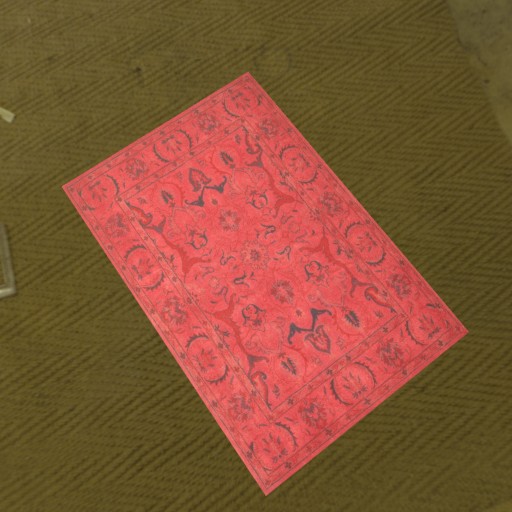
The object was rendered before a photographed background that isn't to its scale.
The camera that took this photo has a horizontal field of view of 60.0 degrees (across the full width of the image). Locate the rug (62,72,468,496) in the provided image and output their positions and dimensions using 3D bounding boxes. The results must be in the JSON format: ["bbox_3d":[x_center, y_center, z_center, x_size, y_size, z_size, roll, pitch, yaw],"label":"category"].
[{"bbox_3d":[0.000,0.000,2.229,1.209,0.008,1.814,-35,77,-9],"label":"rug"}]
